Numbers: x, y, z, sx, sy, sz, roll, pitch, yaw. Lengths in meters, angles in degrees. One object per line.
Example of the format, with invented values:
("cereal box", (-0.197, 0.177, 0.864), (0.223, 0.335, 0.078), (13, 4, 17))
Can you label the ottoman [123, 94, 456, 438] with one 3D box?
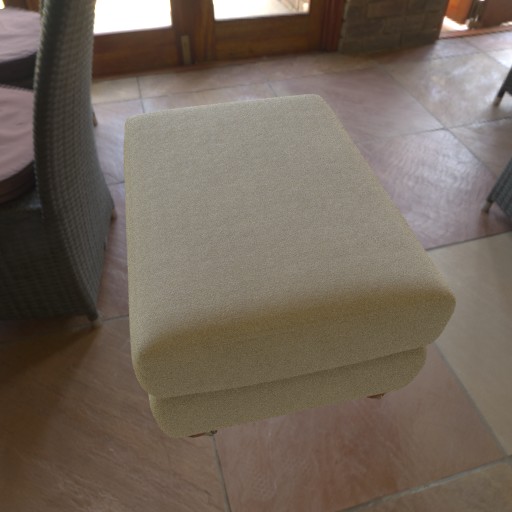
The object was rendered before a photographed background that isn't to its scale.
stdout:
("ottoman", (0.000, 0.000, 1.107), (0.569, 0.504, 0.773), (-9, 48, -8))
